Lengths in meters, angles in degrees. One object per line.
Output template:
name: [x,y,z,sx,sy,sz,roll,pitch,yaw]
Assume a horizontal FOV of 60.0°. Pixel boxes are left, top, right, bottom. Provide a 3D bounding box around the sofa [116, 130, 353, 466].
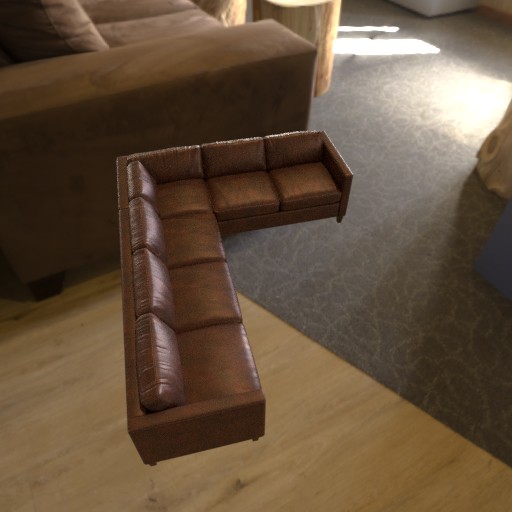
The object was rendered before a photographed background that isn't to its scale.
sofa: [0.000,0.000,4.231,2.438,0.836,3.152,-10,47,-9]
